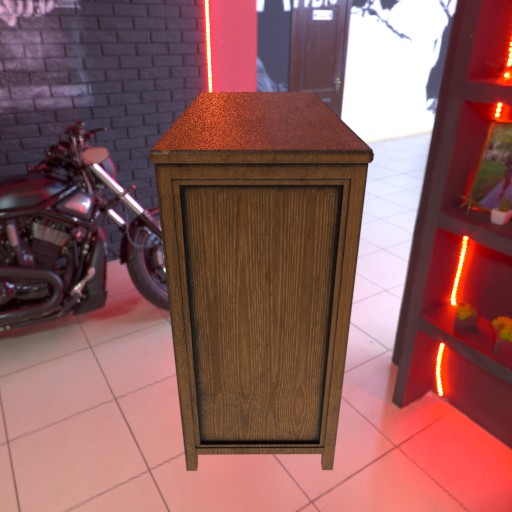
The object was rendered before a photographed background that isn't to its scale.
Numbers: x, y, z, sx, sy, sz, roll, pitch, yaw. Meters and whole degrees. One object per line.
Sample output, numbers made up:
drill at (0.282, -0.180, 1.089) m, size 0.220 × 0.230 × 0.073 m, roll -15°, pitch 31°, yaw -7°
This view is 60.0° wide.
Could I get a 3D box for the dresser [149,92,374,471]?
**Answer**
dresser at (0.000, 0.000, 1.949) m, size 0.591 × 1.224 × 1.250 m, roll 0°, pitch 27°, yaw 0°
